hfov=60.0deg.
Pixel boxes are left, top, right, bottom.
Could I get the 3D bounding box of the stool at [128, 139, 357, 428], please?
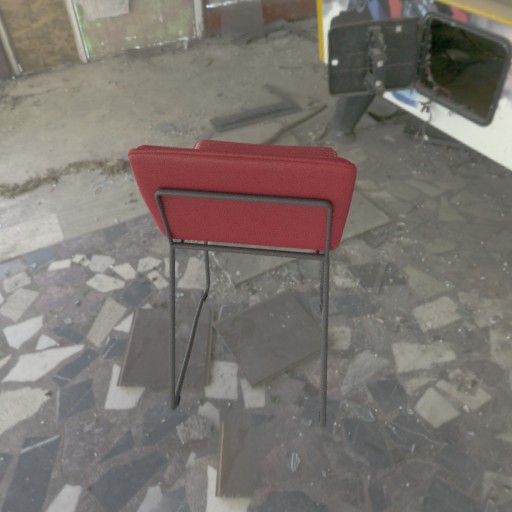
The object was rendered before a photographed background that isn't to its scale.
[{"bbox_3d":[0.000,0.000,1.218,0.489,0.937,0.524,5,45,5],"label":"stool"}]
